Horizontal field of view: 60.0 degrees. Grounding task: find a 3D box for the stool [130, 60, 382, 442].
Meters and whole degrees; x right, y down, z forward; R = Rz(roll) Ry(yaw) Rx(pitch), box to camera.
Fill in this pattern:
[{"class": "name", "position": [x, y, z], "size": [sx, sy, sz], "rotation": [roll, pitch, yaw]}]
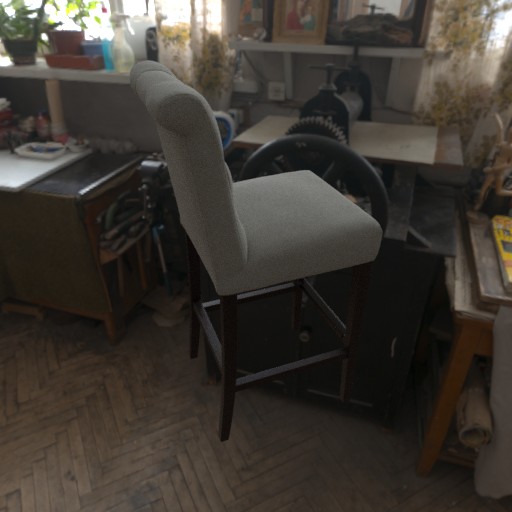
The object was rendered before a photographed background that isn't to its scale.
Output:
[{"class": "stool", "position": [0.000, 0.000, 1.433], "size": [0.601, 1.140, 0.493], "rotation": [-12, 34, -18]}]
